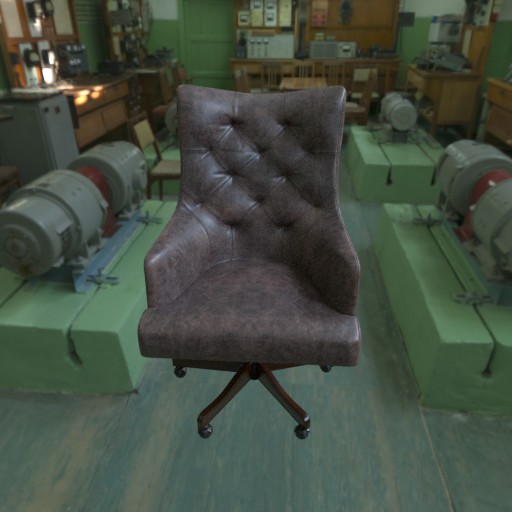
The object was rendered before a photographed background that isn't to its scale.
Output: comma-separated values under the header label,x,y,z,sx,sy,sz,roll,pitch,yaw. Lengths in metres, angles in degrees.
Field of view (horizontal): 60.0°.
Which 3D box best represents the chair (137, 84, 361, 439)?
label,x,y,z,sx,sy,sz,roll,pitch,yaw
chair,0.000,0.000,1.518,0.641,1.035,0.762,2,28,3
